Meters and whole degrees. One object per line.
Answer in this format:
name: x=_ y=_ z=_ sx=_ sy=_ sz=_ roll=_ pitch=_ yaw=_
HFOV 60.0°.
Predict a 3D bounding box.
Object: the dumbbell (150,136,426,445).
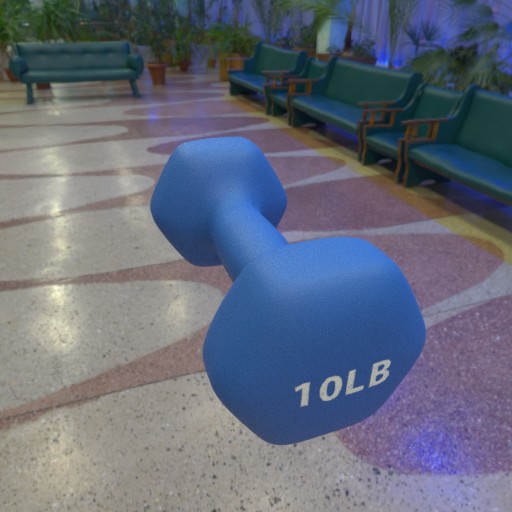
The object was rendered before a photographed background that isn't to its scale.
dumbbell: x=0.000 y=0.000 z=0.264 sx=0.103 sy=0.093 sz=0.212 roll=-10 pitch=32 yaw=-16
